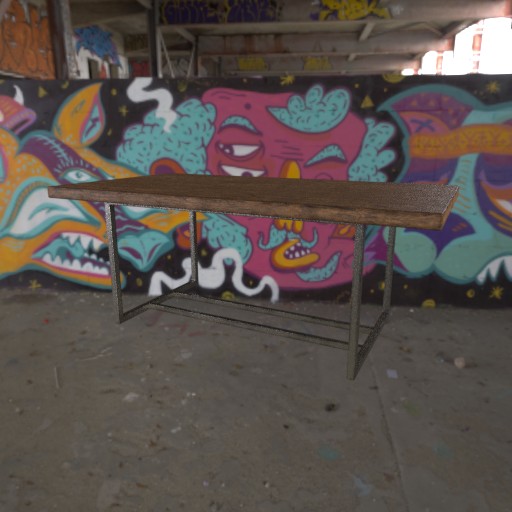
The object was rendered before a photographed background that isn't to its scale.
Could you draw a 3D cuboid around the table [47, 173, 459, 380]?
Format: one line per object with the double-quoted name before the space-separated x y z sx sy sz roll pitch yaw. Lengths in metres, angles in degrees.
"table" 0.000 0.000 2.530 1.989 0.795 1.078 7 17 26
